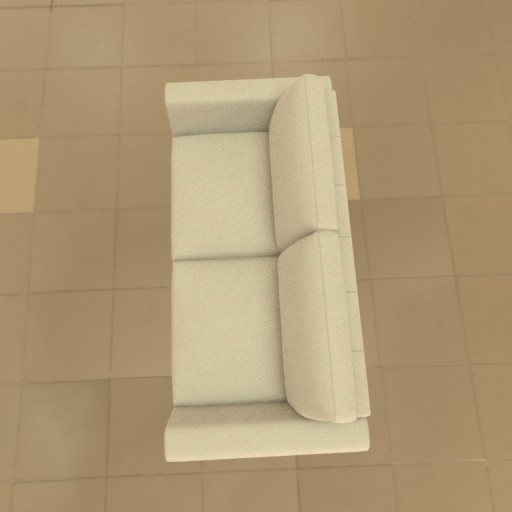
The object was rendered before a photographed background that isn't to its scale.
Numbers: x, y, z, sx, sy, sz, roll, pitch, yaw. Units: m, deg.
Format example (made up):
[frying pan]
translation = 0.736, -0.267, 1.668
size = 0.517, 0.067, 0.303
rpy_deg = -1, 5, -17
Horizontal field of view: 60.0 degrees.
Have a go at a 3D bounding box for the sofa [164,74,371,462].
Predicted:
[sofa]
translation = 0.000, 0.000, 2.442
size = 0.953, 0.875, 2.017
rpy_deg = -3, 76, -1
